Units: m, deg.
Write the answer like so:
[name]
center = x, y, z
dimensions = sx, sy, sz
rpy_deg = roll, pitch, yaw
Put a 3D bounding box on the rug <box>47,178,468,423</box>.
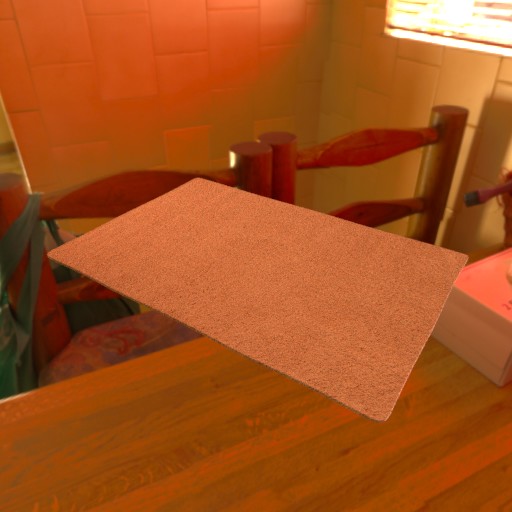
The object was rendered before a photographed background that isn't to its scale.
[rug]
center = 0.000, 0.000, 3.379
dimensions = 2.700, 0.024, 1.801
rpy_deg = 20, 38, 28
